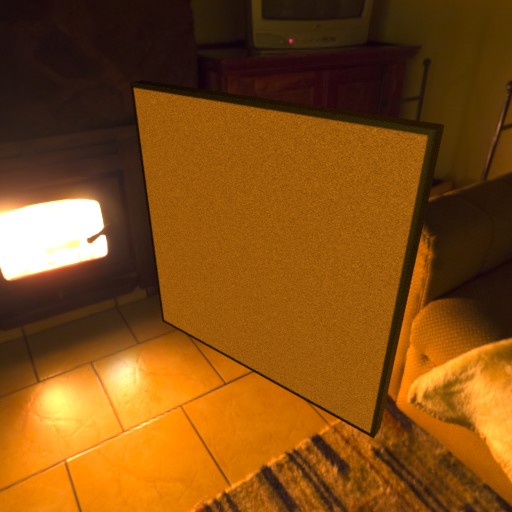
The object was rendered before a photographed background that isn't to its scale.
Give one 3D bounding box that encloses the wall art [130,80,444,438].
[{"bbox_3d":[0.000,0.000,0.753,0.513,0.511,0.028,21,36,31],"label":"wall art"}]
